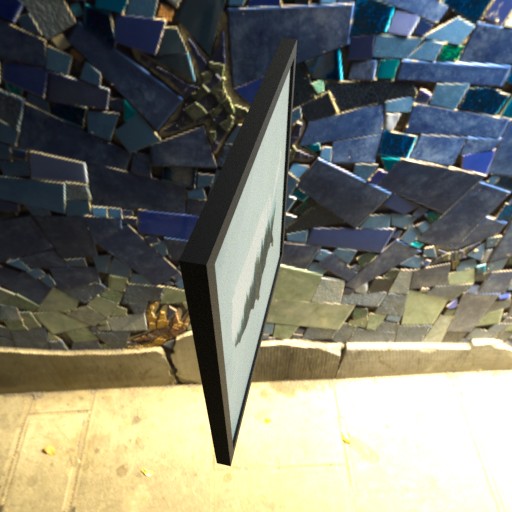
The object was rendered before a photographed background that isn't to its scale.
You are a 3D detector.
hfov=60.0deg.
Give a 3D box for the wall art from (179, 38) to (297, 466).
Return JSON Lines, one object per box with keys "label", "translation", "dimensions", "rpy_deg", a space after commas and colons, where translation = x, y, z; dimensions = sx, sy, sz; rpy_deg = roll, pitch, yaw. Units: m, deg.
{"label": "wall art", "translation": [0.000, 0.000, 1.108], "dimensions": [0.038, 0.763, 0.763], "rpy_deg": [9, 47, 9]}
